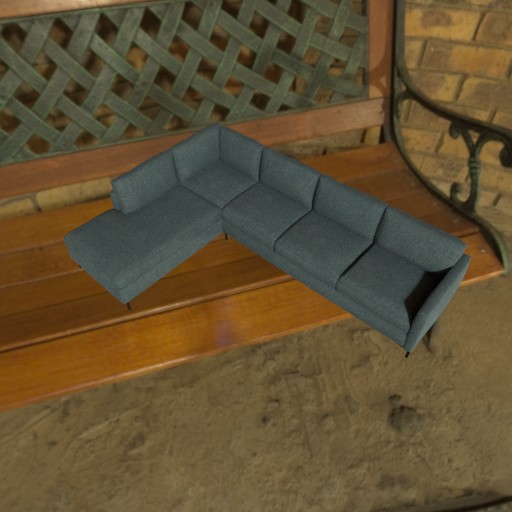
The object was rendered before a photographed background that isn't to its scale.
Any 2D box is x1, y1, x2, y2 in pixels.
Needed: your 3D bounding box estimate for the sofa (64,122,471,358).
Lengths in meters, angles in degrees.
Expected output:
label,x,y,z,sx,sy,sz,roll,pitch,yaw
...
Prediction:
label,x,y,z,sx,sy,sz,roll,pitch,yaw
sofa,0.000,0.000,3.853,2.949,0.815,2.007,33,55,27
